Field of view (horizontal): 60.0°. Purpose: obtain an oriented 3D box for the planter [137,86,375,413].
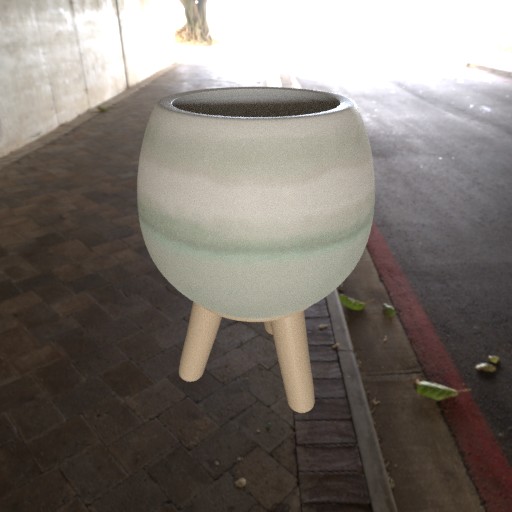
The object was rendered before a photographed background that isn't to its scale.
[{"bbox_3d":[0.000,0.000,0.332,0.161,0.224,0.161,0,28,0],"label":"planter"}]
